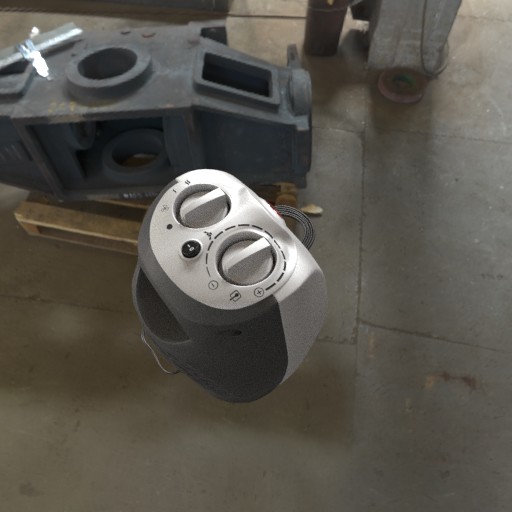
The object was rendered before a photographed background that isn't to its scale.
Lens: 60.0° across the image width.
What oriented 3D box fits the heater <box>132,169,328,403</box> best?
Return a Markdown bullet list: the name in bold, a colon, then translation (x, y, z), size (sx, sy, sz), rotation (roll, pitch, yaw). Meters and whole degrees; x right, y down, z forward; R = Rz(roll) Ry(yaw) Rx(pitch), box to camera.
- **heater**: translation (0.000, 0.000, 0.480), size (0.291, 0.255, 0.239), rotation (-32, 64, -18)
